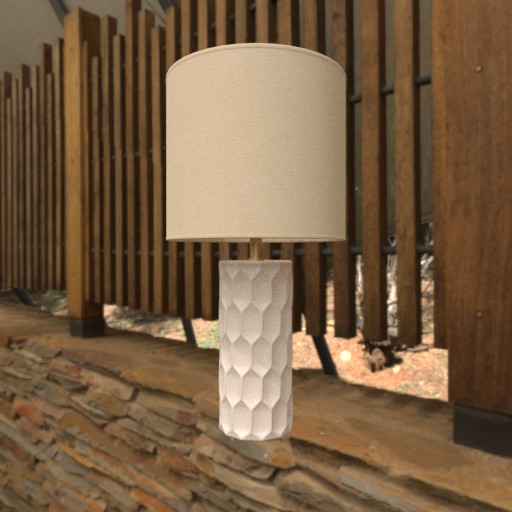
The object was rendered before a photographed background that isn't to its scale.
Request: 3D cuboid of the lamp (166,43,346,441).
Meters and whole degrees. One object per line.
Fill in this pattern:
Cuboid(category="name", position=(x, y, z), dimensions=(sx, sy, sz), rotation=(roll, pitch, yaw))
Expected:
Cuboid(category="lamp", position=(0.000, 0.000, 0.696), dimensions=(0.277, 0.537, 0.277), rotation=(0, 1, 36))
